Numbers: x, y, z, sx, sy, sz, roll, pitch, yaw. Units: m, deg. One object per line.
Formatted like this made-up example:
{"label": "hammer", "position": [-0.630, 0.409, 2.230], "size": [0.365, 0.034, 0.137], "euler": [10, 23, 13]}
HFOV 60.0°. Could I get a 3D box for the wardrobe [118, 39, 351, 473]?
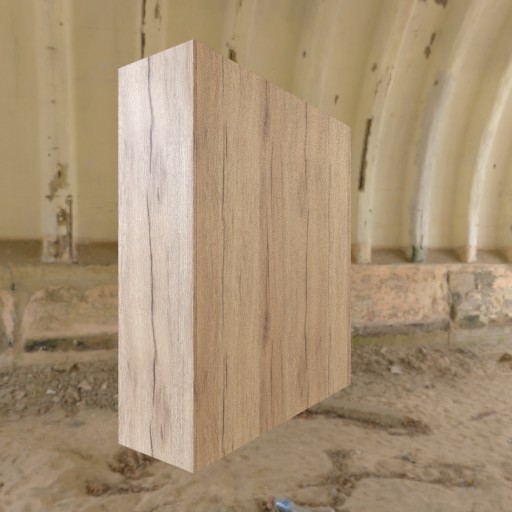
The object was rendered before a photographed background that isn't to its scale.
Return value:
{"label": "wardrobe", "position": [0.000, 0.000, 3.012], "size": [0.580, 2.070, 1.810], "euler": [0, 0, 36]}
